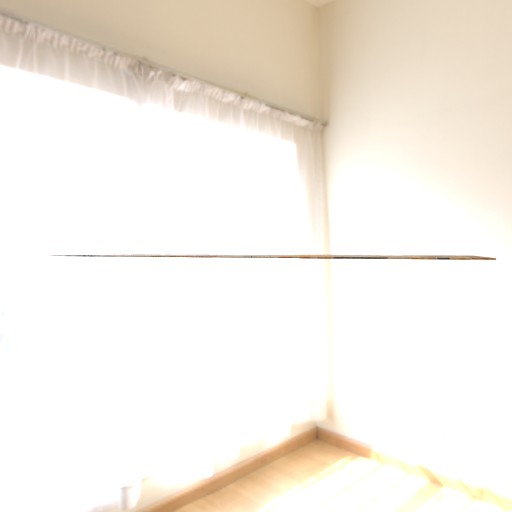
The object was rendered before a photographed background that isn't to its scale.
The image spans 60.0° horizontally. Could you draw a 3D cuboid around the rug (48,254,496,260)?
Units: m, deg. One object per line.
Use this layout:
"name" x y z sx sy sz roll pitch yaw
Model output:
"rug" 0.000 0.000 2.644 2.437 0.010 0.783 0 1 19
